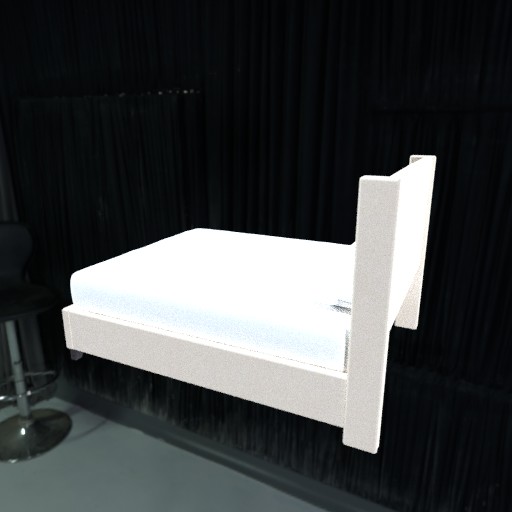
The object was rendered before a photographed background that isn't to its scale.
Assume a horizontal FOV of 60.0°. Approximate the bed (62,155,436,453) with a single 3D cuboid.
[{"bbox_3d":[0.000,0.000,3.411,2.293,1.471,1.778,8,18,25],"label":"bed"}]
